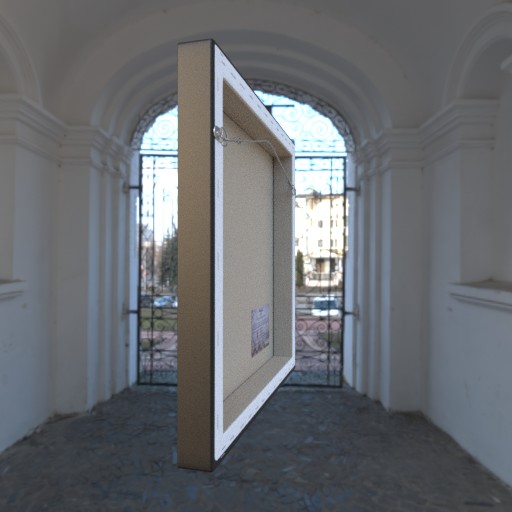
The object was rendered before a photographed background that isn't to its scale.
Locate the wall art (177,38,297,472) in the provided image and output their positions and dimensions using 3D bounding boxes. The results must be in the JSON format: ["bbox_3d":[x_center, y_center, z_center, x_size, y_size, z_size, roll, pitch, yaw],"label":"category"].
[{"bbox_3d":[0.000,0.000,0.610,0.041,0.407,0.406,0,0,16],"label":"wall art"}]
